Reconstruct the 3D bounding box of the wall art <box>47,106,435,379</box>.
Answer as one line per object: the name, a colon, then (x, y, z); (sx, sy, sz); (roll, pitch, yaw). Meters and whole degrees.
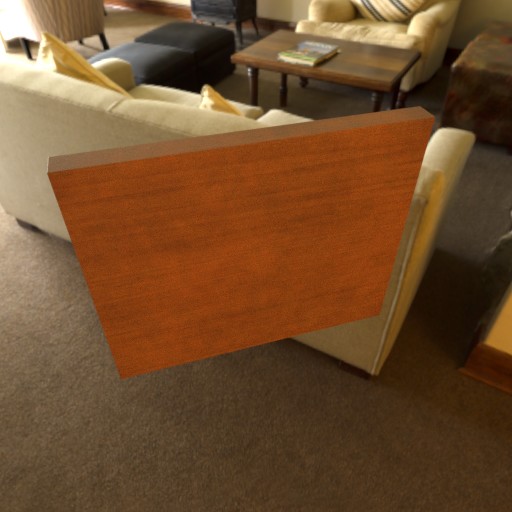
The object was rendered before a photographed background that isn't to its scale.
wall art: (0.000, 0.000, 0.560); (0.401, 0.328, 0.030); (-11, 43, -13)
